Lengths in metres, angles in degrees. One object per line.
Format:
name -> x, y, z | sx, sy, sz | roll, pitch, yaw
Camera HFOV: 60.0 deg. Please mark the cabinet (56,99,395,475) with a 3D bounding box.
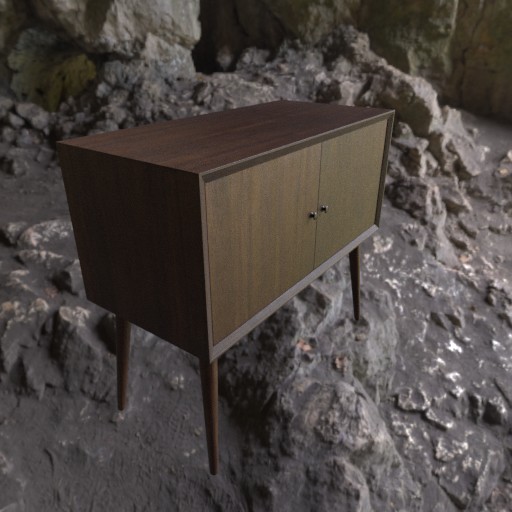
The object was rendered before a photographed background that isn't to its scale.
cabinet -> 0.000, 0.000, 1.122 | 0.354, 0.654, 0.743 | 18, 32, 32
